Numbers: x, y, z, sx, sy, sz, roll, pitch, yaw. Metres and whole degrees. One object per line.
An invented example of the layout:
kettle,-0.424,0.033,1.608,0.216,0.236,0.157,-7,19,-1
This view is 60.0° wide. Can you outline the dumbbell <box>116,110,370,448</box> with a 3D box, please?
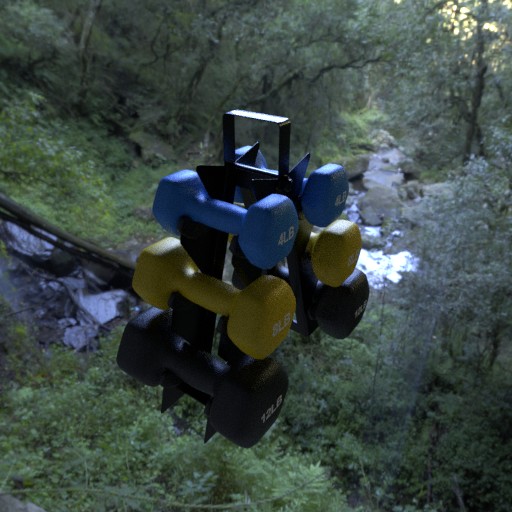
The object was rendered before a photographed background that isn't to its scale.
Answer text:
dumbbell,0.000,0.000,0.687,0.255,0.426,0.409,21,36,31
